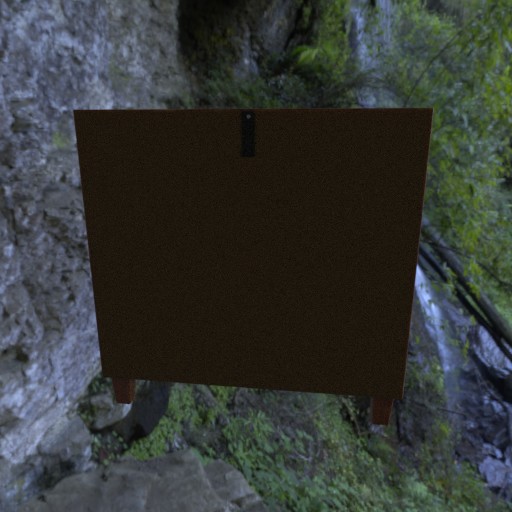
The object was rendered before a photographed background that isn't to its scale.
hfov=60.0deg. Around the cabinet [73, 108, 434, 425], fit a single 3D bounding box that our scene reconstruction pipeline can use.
[{"bbox_3d":[0.000,0.000,1.267,0.796,0.785,0.412,2,16,7],"label":"cabinet"}]
